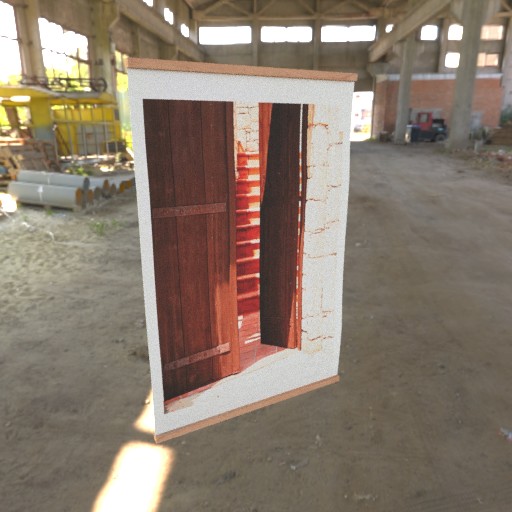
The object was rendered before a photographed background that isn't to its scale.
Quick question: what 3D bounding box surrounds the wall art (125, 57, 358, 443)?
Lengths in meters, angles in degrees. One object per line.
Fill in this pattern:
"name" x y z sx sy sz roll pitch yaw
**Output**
"wall art" 0.000 0.000 0.644 0.332 0.508 0.012 -9 19 -28
